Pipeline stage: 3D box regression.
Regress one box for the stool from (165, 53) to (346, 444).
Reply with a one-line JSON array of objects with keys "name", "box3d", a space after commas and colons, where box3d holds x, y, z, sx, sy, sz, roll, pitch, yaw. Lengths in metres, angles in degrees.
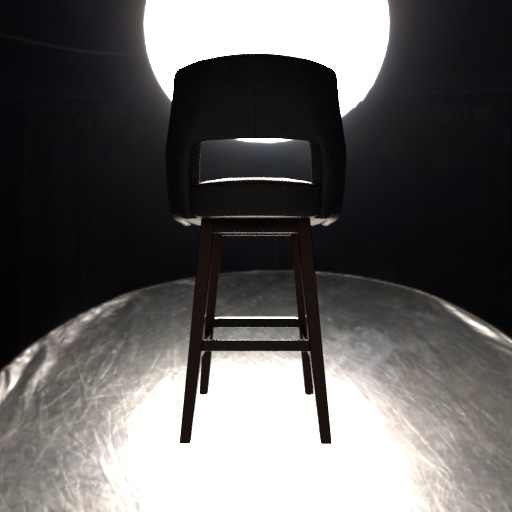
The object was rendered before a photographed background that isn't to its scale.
[{"name": "stool", "box3d": [0.000, 0.000, 1.403, 0.550, 1.041, 0.560, 0, 1, 0]}]
